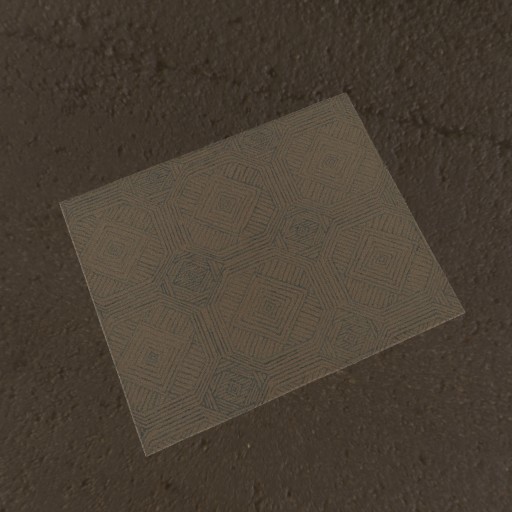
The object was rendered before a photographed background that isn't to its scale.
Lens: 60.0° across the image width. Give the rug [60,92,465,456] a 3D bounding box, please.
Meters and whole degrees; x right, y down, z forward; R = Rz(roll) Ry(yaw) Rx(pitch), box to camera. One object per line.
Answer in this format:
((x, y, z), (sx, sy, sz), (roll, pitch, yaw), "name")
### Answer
((0.000, 0.000, 4.119), (3.049, 0.015, 2.457), (-23, 77, -5), "rug")
